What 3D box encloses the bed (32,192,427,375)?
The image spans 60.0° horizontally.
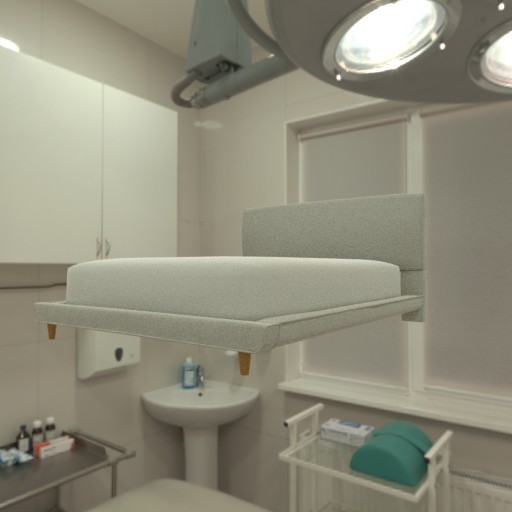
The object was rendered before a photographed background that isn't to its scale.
[{"bbox_3d":[0.000,0.000,3.261,1.840,1.067,2.368,-1,-2,36],"label":"bed"}]
